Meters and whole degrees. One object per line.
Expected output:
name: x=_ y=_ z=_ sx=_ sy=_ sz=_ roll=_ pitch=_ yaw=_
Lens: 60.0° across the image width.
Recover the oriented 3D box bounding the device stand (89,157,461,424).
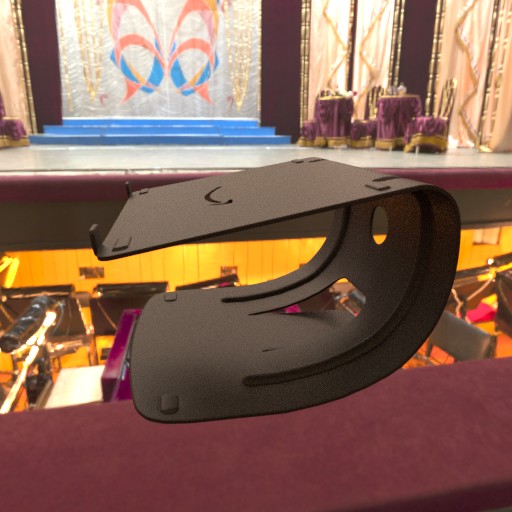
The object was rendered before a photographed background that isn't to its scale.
device stand: x=0.000 y=0.000 z=0.398 sx=0.236 sy=0.155 sz=0.256 roll=-3 pitch=17 yaw=-10
